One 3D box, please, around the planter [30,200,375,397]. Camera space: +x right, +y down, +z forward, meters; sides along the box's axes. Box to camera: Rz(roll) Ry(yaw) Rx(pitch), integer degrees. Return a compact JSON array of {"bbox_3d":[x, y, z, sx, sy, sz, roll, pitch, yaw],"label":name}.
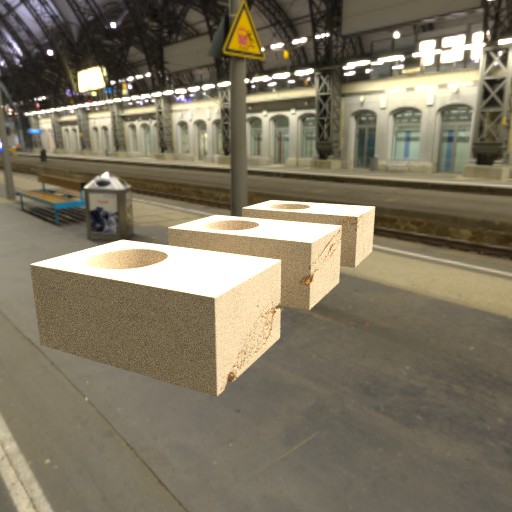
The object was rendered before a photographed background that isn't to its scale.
[{"bbox_3d":[0.000,0.000,0.380,0.127,0.051,0.333,7,16,26],"label":"planter"}]
